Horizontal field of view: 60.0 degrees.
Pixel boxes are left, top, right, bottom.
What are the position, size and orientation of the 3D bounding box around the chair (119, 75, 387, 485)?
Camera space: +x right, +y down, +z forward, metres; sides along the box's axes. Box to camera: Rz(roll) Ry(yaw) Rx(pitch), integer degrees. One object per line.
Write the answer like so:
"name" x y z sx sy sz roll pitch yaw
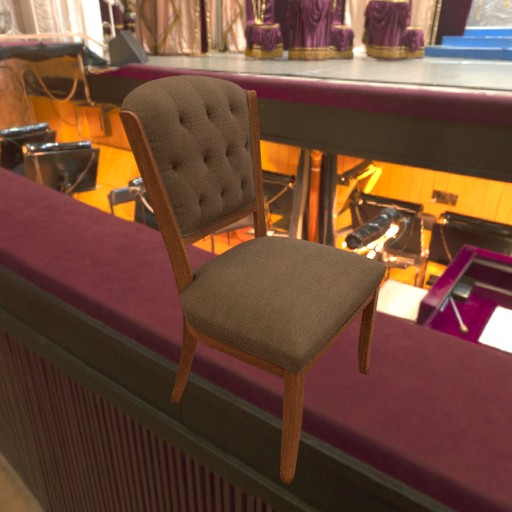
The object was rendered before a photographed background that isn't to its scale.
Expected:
"chair" 0.000 0.000 1.231 0.584 0.905 0.513 18 32 31
